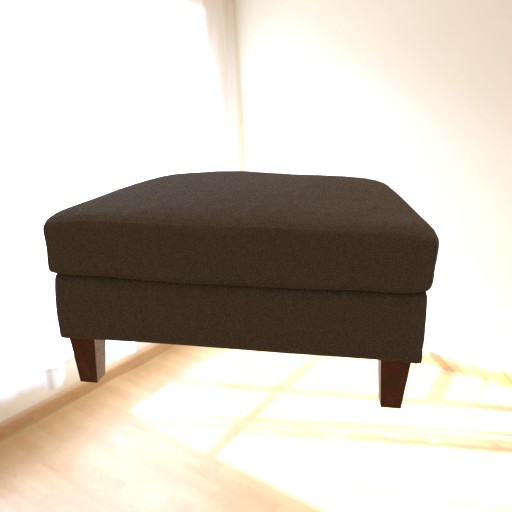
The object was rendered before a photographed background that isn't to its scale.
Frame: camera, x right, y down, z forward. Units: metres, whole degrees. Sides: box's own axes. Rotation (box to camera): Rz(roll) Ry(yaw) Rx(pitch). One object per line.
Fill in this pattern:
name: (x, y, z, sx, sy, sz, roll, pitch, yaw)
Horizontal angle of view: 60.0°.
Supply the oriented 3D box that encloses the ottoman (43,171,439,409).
ottoman: (0.000, 0.000, 1.389, 0.881, 0.482, 0.861, 2, 16, 8)
